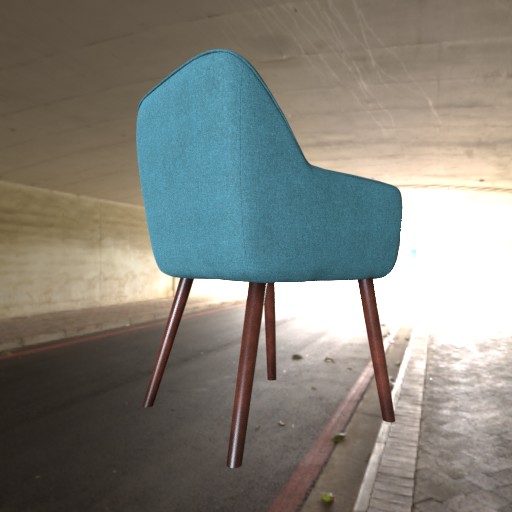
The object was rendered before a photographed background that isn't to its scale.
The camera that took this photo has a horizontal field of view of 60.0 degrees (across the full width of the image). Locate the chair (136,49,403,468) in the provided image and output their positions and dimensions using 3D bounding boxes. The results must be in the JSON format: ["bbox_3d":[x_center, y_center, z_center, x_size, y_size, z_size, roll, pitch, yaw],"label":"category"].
[{"bbox_3d":[0.000,0.000,1.142,0.519,0.803,0.543,1,-1,-36],"label":"chair"}]
